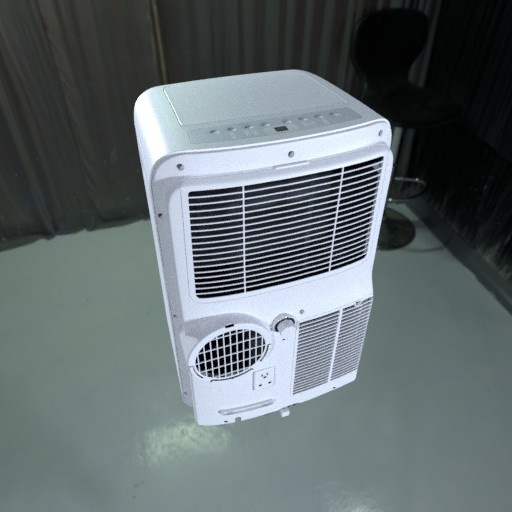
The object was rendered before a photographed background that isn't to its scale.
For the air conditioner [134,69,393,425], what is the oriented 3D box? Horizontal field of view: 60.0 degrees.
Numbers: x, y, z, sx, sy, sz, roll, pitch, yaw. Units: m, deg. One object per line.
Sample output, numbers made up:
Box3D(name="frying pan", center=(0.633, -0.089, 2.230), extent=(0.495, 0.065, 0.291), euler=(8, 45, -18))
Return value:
Box3D(name="air conditioner", center=(0.000, 0.000, 1.064), extent=(0.478, 0.765, 0.467), euler=(-13, 43, -14))
